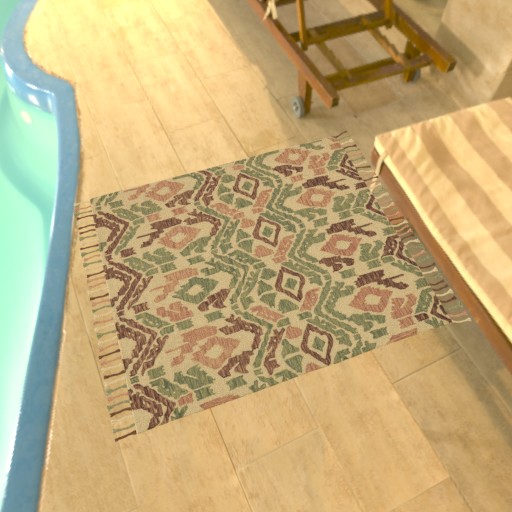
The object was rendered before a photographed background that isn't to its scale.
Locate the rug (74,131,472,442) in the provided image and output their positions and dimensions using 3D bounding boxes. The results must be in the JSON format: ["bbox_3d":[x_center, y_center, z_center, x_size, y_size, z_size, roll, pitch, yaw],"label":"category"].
[{"bbox_3d":[0.000,0.000,4.096,3.048,0.010,2.438,-17,60,-10],"label":"rug"}]
